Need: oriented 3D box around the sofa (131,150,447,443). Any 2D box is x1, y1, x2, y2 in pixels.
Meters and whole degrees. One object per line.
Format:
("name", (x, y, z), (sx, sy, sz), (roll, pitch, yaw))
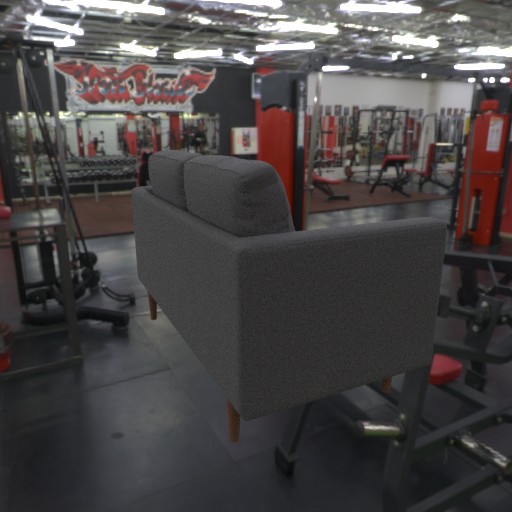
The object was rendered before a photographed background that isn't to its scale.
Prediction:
("sofa", (0.000, 0.000, 1.986), (0.796, 0.908, 1.430), (-8, 17, -25))
